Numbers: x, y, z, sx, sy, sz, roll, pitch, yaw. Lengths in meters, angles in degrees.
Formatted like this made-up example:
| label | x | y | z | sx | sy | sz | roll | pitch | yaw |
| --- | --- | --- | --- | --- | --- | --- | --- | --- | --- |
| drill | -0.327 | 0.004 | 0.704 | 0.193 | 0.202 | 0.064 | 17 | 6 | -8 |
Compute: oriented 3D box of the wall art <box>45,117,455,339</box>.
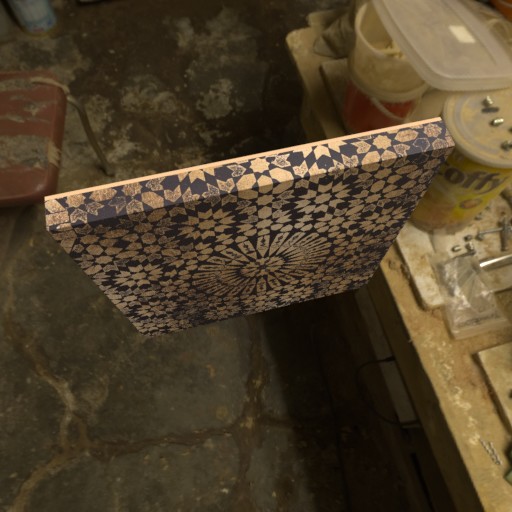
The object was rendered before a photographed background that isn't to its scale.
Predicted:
| label | x | y | z | sx | sy | sz | roll | pitch | yaw |
| --- | --- | --- | --- | --- | --- | --- | --- | --- | --- |
| wall art | 0.000 | 0.000 | 0.617 | 0.405 | 0.405 | 0.038 | -13 | 66 | -6 |
